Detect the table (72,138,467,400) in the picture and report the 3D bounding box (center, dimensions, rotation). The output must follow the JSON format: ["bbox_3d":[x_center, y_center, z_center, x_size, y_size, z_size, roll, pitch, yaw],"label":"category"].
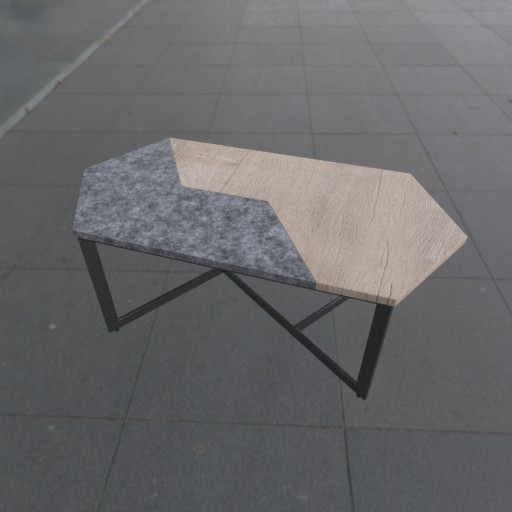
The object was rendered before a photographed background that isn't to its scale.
[{"bbox_3d":[0.000,0.000,1.506,1.219,0.457,0.609,12,42,13],"label":"table"}]
